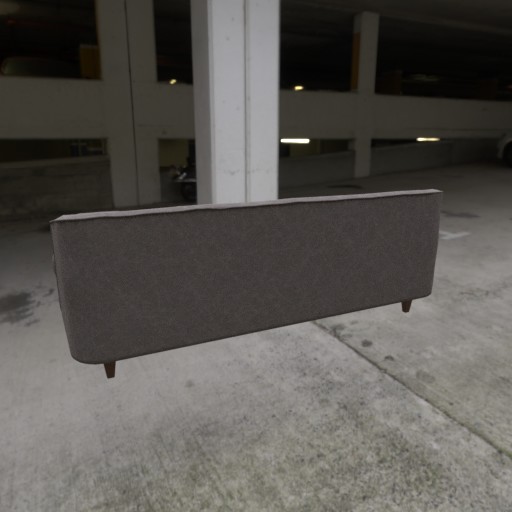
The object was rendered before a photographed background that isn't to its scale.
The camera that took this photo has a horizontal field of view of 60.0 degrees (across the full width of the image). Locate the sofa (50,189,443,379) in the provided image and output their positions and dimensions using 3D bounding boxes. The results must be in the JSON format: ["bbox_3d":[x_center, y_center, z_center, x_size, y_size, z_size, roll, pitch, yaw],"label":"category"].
[{"bbox_3d":[0.000,0.000,2.699,2.247,0.806,0.917,-7,17,-25],"label":"sofa"}]
